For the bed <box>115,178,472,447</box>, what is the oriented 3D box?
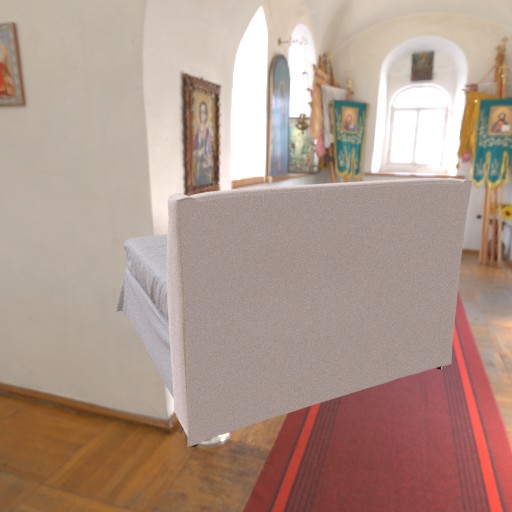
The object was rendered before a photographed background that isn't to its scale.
[{"bbox_3d":[0.000,0.000,3.482,1.925,1.332,2.276,-7,17,-25],"label":"bed"}]
